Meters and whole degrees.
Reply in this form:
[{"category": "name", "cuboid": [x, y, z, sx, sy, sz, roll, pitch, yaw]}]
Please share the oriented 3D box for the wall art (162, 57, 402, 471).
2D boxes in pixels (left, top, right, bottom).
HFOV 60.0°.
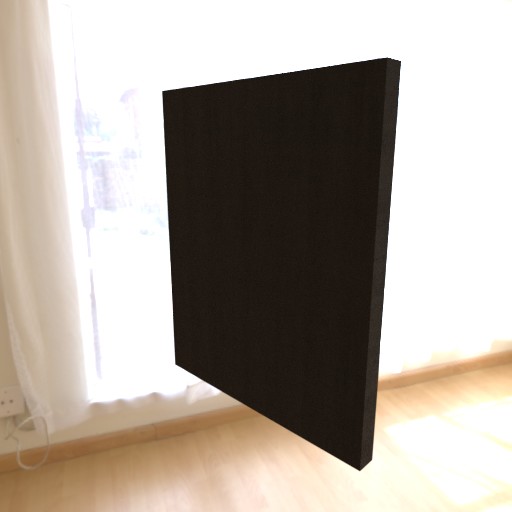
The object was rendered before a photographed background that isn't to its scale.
[{"category": "wall art", "cuboid": [0.000, 0.000, 0.738, 0.455, 0.552, 0.034, 14, 19, 43]}]
